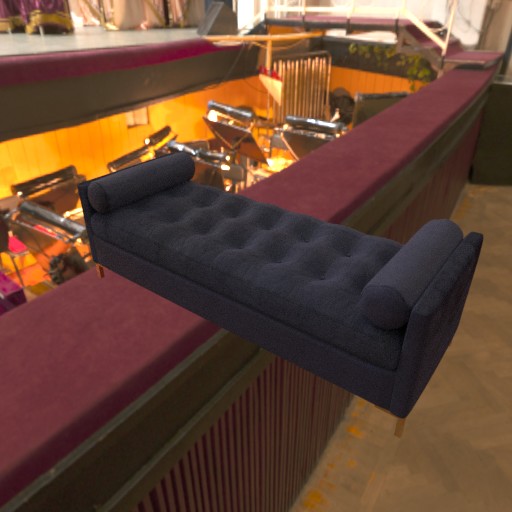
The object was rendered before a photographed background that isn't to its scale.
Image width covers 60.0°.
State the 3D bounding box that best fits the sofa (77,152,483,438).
[{"bbox_3d":[0.000,0.000,2.471,2.102,0.705,0.796,21,36,31],"label":"sofa"}]
